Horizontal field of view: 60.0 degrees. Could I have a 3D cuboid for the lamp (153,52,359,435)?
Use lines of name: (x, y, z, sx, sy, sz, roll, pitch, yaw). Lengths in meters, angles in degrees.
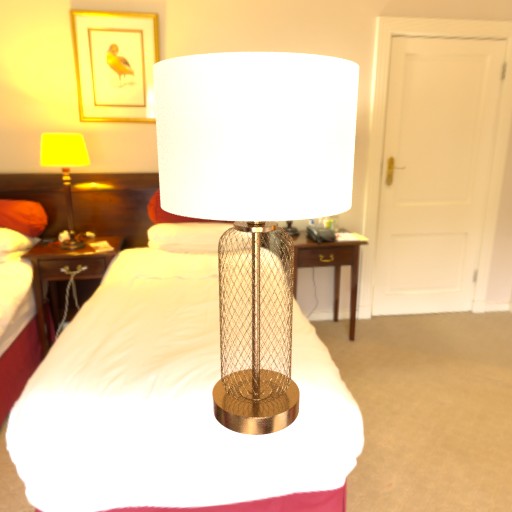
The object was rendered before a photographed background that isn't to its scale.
lamp: (0.000, 0.000, 0.618, 0.252, 0.483, 0.252, 15, 21, 43)
